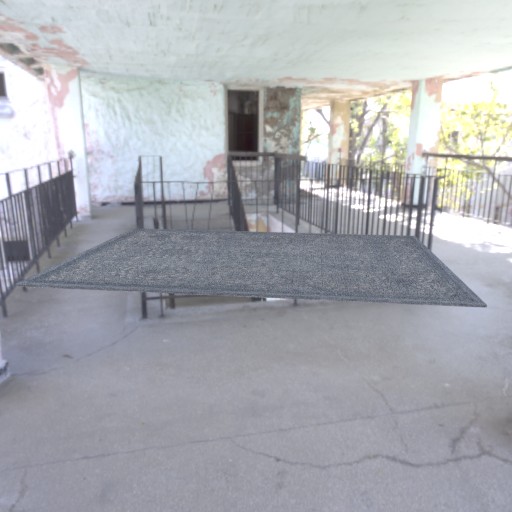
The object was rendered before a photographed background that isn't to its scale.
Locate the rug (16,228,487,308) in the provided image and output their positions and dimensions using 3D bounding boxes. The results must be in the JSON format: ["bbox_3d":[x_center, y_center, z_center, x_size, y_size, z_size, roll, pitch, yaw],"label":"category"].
[{"bbox_3d":[0.000,0.000,2.272,1.819,0.012,1.208,2,15,7],"label":"rug"}]
